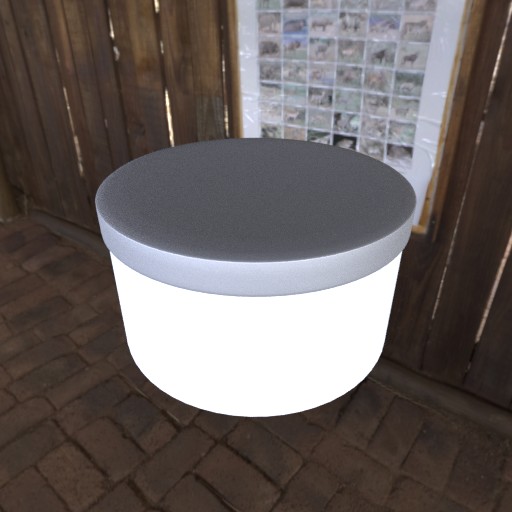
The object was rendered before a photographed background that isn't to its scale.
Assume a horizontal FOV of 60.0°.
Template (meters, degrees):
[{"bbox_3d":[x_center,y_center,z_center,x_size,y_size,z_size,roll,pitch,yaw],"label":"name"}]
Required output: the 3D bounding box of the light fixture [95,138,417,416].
[{"bbox_3d":[0.000,0.000,0.625,0.393,0.229,0.393,0,31,0],"label":"light fixture"}]
